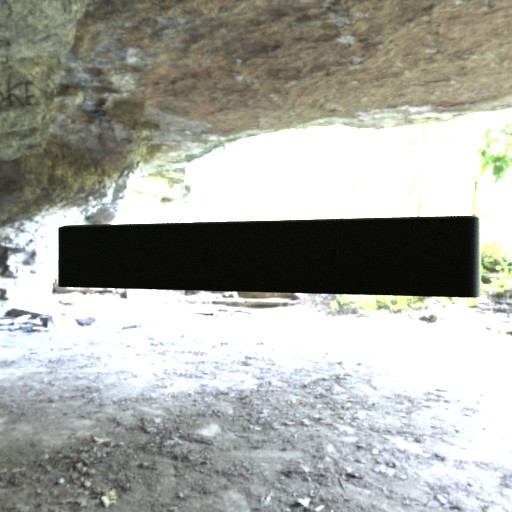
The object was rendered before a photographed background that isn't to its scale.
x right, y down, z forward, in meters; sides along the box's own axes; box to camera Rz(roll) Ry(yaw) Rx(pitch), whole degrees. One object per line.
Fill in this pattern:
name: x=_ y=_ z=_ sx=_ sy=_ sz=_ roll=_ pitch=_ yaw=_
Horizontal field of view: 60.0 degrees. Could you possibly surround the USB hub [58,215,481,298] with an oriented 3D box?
USB hub: x=0.000 y=0.000 z=0.164 sx=0.145 sy=0.023 sz=0.044 roll=0 pitch=0 yaw=17
